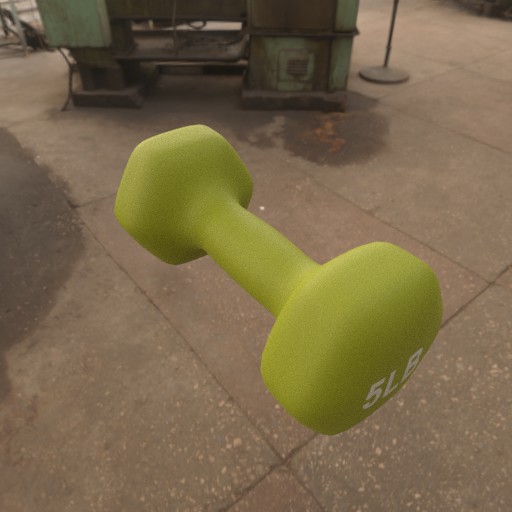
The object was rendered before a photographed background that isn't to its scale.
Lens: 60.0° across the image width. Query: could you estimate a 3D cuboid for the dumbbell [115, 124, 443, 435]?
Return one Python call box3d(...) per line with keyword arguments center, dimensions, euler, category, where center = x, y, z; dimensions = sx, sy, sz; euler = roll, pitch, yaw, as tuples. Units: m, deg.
box3d(center=(0.000, 0.000, 0.207), dimensions=(0.080, 0.072, 0.164), euler=(-26, 47, -27), category="dumbbell")
